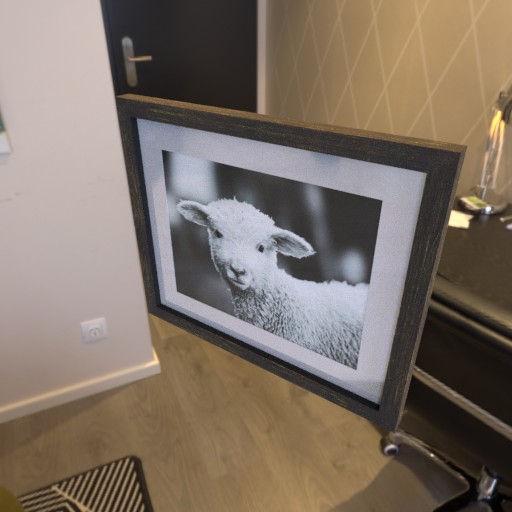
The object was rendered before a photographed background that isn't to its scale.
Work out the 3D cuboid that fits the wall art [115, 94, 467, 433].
[{"bbox_3d":[0.000,0.000,0.742,0.558,0.457,0.032,19,35,29],"label":"wall art"}]
